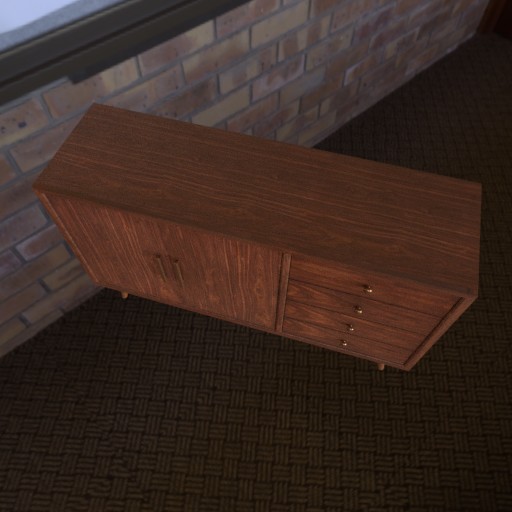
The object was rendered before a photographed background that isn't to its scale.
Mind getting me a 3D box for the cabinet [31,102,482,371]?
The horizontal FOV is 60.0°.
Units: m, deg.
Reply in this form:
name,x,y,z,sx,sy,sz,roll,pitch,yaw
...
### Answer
name,x,y,z,sx,sy,sz,roll,pitch,yaw
cabinet,0.000,0.000,2.012,1.575,0.940,0.505,14,59,9
